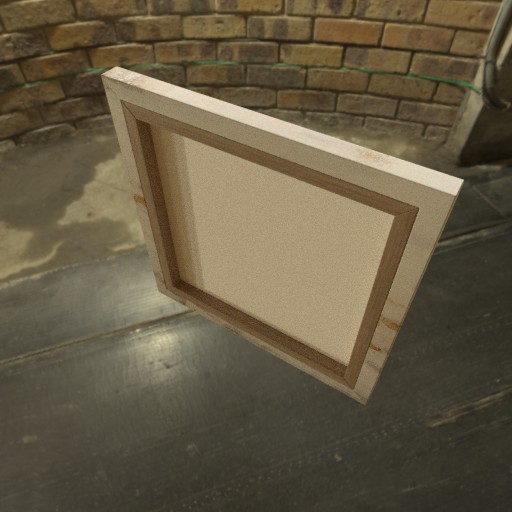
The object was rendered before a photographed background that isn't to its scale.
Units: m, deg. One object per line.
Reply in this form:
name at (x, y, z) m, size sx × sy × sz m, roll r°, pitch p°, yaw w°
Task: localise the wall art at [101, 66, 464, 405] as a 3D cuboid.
wall art at (0.000, 0.000, 0.896) m, size 0.611 × 0.613 × 0.040 m, roll 25°, pitch 52°, yaw 21°
